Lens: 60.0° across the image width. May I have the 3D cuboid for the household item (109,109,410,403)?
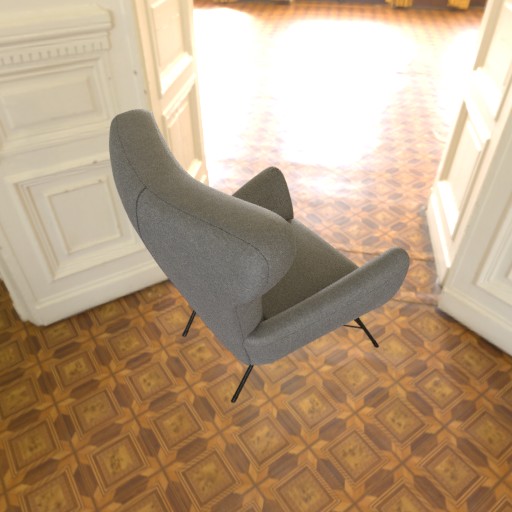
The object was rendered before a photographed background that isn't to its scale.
[{"bbox_3d":[0.000,0.000,1.789,0.900,1.050,0.980,-25,47,-26],"label":"household item"}]
